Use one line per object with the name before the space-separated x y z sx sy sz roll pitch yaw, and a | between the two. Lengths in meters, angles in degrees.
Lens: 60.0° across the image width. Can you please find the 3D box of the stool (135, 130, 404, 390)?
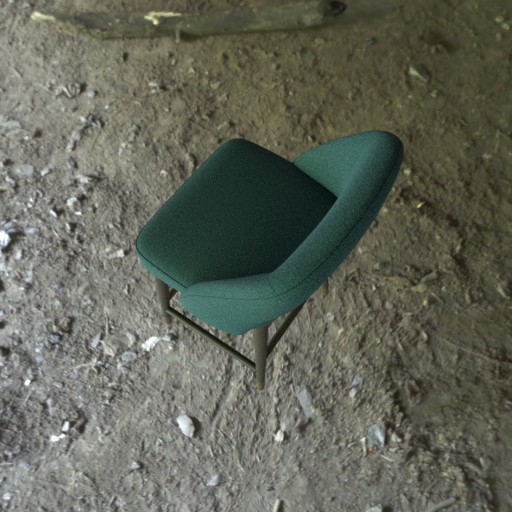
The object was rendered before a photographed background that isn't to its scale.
stool | 0.000 0.000 1.267 0.522 0.939 0.536 32 67 15
